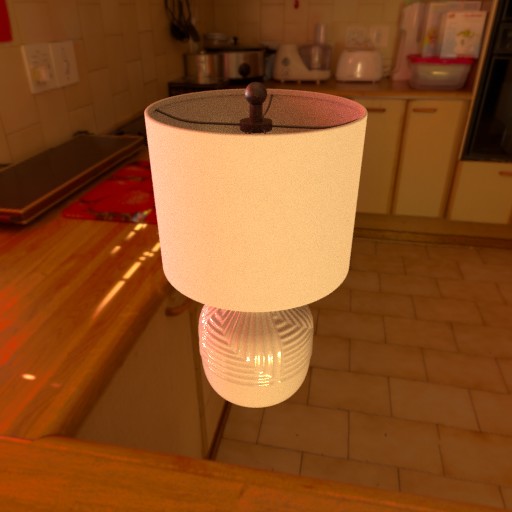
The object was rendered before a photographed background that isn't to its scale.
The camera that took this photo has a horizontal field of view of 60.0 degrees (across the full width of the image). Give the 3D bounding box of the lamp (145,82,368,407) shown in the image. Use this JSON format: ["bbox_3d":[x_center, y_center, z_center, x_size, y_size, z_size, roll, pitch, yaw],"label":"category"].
[{"bbox_3d":[0.000,0.000,0.768,0.318,0.567,0.318,0,30,0],"label":"lamp"}]
